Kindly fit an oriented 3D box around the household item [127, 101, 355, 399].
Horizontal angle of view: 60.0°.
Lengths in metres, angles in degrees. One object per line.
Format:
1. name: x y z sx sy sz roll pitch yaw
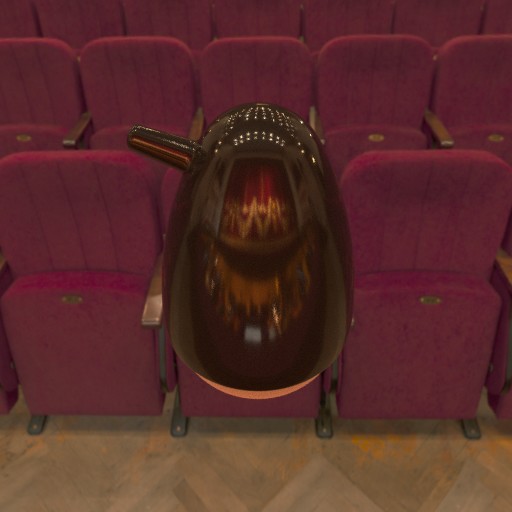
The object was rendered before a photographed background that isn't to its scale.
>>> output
1. household item: 0.000 0.000 0.220 0.104 0.152 0.102 1 42 1
